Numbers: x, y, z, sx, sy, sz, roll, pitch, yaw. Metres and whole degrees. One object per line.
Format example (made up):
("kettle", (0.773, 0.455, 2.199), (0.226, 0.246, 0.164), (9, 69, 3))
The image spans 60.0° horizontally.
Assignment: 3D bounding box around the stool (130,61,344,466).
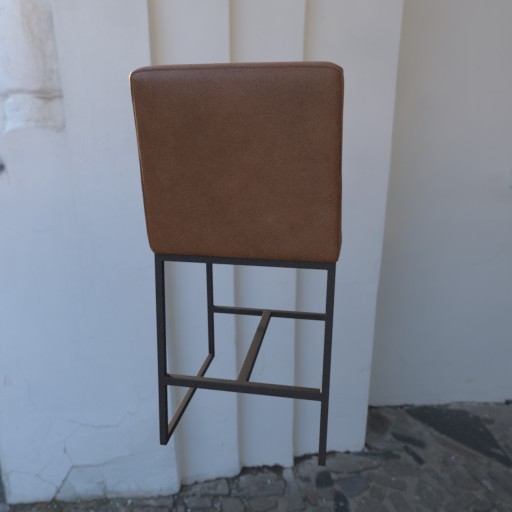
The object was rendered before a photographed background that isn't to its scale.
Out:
("stool", (0.000, 0.000, 1.235), (0.458, 0.940, 0.556), (3, 17, 10))
